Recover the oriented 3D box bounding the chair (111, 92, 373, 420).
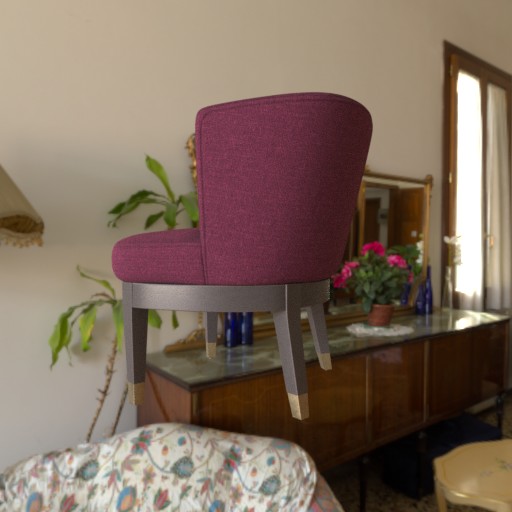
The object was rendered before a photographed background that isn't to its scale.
[{"bbox_3d":[0.000,0.000,1.305,0.660,0.760,0.700,0,1,17],"label":"chair"}]
